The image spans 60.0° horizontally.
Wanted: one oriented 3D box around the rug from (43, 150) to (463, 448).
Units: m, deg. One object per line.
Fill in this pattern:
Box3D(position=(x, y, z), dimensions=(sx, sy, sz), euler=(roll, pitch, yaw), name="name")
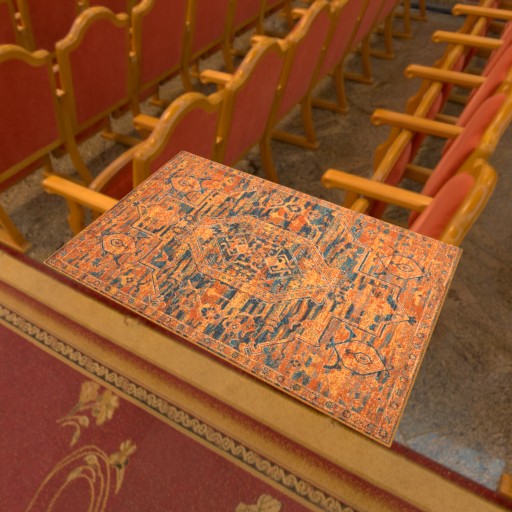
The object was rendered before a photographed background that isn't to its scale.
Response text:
Box3D(position=(0.000, 0.000, 1.082), dimensions=(0.863, 0.008, 0.557), euler=(23, 51, 20), name="rug")
